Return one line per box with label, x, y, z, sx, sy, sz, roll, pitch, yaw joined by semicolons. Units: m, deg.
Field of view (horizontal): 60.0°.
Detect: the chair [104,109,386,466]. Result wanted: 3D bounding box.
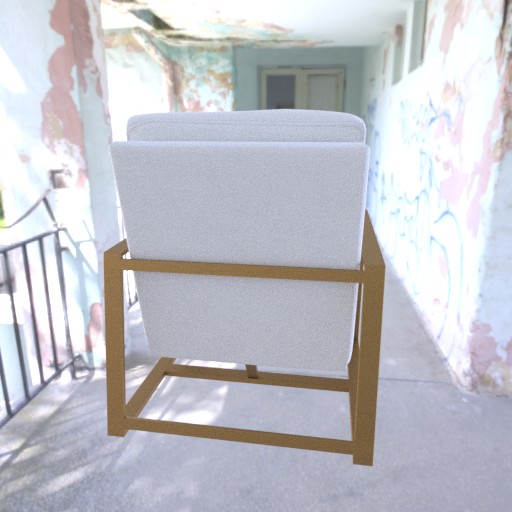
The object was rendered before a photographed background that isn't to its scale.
chair;0.000;0.000;1.563;0.805;0.966;0.813;3;16;9
